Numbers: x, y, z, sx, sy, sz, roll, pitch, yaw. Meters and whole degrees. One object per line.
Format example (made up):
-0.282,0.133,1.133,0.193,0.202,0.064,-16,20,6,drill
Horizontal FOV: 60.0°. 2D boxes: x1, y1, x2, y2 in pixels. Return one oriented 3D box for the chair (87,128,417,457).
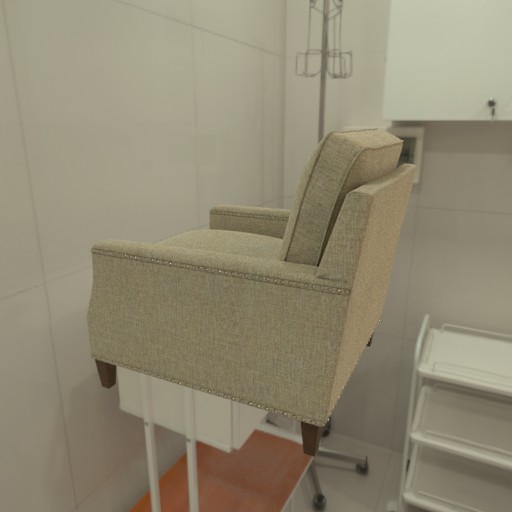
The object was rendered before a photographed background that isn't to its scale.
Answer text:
0.000,0.000,1.702,1.014,0.943,0.853,8,18,25,chair
